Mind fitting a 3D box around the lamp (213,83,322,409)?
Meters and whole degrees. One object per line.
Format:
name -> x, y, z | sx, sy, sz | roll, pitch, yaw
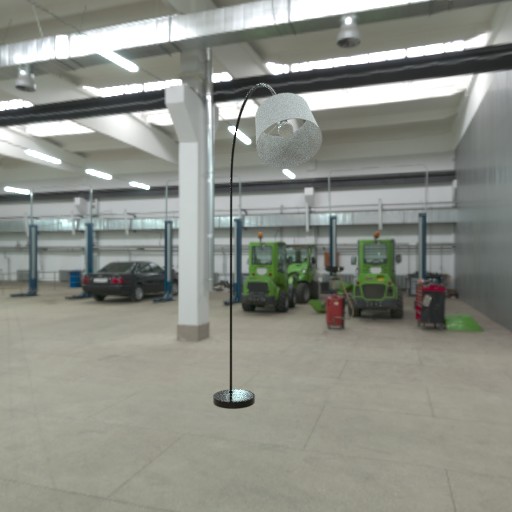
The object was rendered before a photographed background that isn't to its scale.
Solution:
lamp -> 0.000, 0.000, 2.701 | 0.331, 2.104, 1.363 | 0, 0, -18
